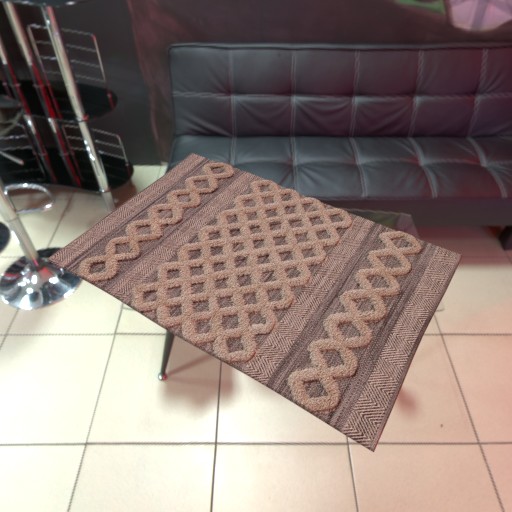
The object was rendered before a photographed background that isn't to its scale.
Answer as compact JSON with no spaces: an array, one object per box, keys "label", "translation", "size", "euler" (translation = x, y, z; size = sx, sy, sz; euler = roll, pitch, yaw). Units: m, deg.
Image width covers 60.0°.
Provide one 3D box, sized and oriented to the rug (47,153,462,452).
[{"label":"rug","translation":[0.000,0.000,2.332],"size":[1.823,0.030,1.222],"euler":[25,50,22]}]
